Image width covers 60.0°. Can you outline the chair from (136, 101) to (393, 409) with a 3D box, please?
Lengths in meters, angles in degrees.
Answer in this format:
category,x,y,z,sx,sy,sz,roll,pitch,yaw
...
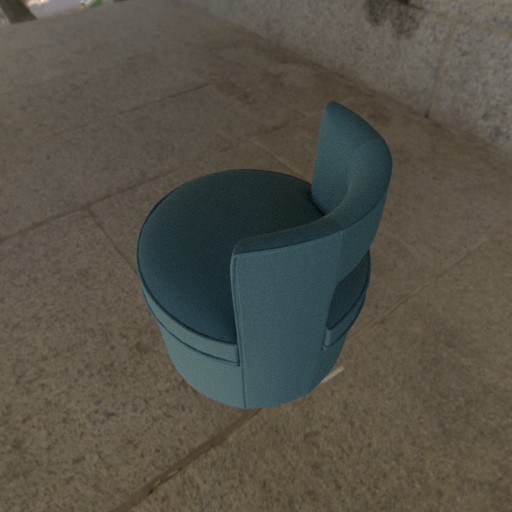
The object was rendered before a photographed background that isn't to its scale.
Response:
category,x,y,z,sx,sy,sz,roll,pitch,yaw
chair,0.000,0.000,1.291,0.660,0.711,0.684,17,49,16
